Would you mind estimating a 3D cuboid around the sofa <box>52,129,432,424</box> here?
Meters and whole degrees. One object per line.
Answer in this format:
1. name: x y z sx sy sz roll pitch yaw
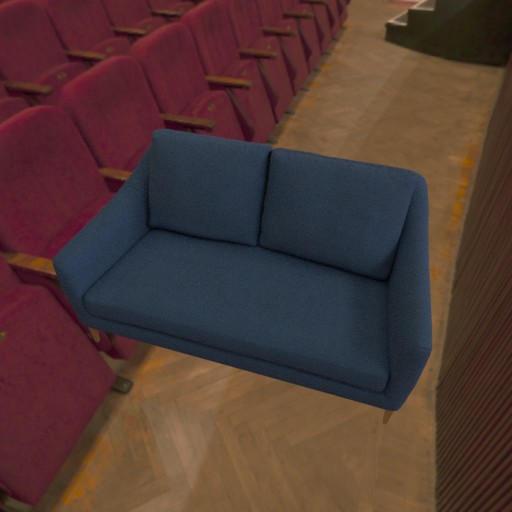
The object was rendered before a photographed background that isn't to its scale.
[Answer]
1. sofa: 0.000 0.000 2.185 1.619 0.902 0.960 12 43 13
